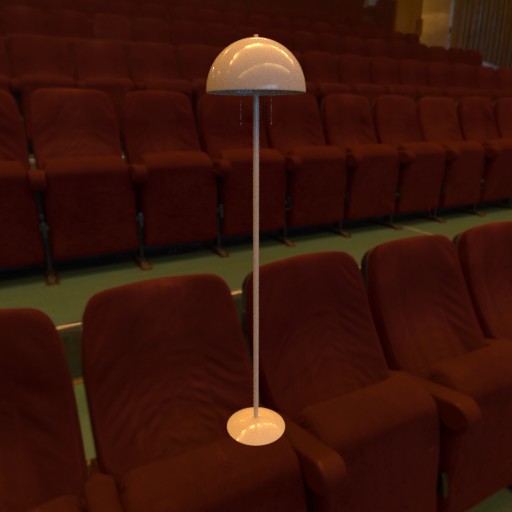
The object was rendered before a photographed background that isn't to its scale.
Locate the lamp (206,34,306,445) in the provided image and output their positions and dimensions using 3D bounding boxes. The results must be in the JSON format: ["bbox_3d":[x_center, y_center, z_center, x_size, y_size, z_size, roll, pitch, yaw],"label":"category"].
[{"bbox_3d":[0.000,0.000,1.635,0.328,1.480,0.328,-9,19,-27],"label":"lamp"}]
